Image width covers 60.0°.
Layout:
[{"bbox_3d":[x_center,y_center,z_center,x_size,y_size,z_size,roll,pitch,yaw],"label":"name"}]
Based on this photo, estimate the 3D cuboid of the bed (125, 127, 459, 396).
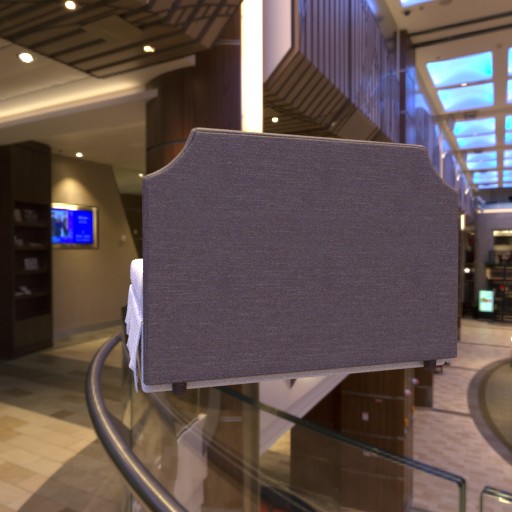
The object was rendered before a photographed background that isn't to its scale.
[{"bbox_3d":[0.000,0.000,4.175,2.350,1.590,2.773,0,1,-17],"label":"bed"}]
